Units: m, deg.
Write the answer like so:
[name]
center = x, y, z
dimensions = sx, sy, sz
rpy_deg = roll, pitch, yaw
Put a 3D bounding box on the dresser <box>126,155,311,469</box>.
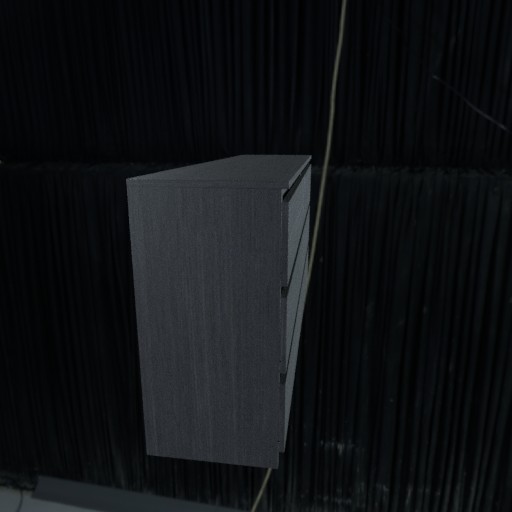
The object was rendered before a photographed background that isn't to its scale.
[dresser]
center = 0.000, 0.000, 1.919
dimensions = 0.400, 0.795, 1.590
rpy_deg = 2, 15, 8
